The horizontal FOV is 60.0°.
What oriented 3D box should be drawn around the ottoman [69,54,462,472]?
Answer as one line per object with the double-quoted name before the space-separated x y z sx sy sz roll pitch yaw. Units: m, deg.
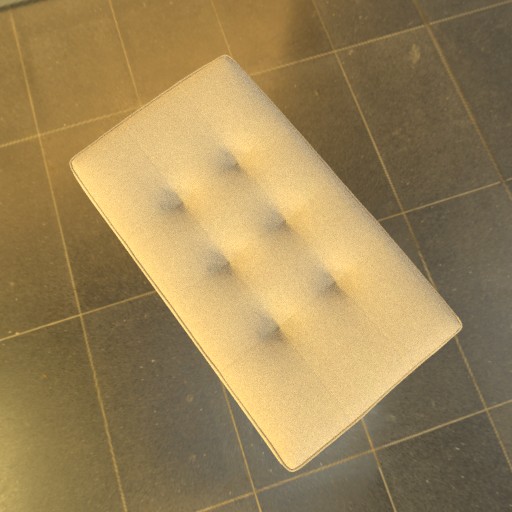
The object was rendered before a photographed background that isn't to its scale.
"ottoman" 0.000 0.000 1.499 0.648 0.508 1.143 -37 79 -8
